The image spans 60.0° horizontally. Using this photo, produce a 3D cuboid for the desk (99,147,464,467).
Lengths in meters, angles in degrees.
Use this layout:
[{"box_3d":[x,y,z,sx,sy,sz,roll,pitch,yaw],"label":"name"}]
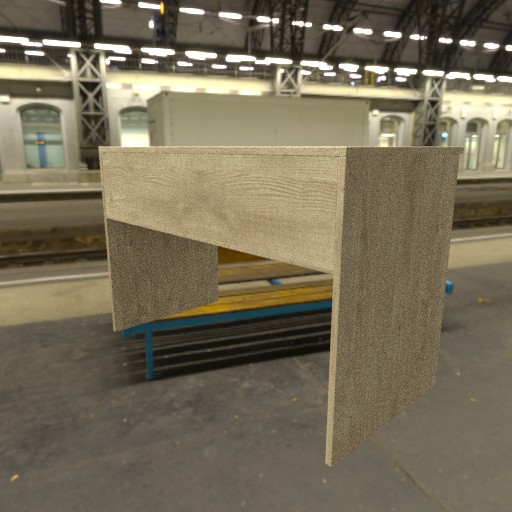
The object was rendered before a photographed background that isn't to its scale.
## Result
[{"box_3d":[0.000,0.000,1.525,0.560,0.730,1.100,-13,19,-42],"label":"desk"}]
